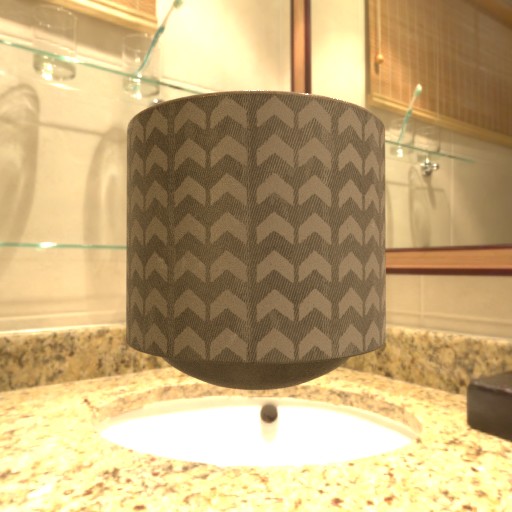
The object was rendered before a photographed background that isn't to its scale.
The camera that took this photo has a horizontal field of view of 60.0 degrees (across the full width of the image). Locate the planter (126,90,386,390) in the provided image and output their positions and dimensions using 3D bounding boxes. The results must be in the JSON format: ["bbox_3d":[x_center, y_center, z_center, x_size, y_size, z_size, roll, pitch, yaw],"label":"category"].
[{"bbox_3d":[0.000,0.000,0.446,0.250,0.239,0.250,0,-1,0],"label":"planter"}]
